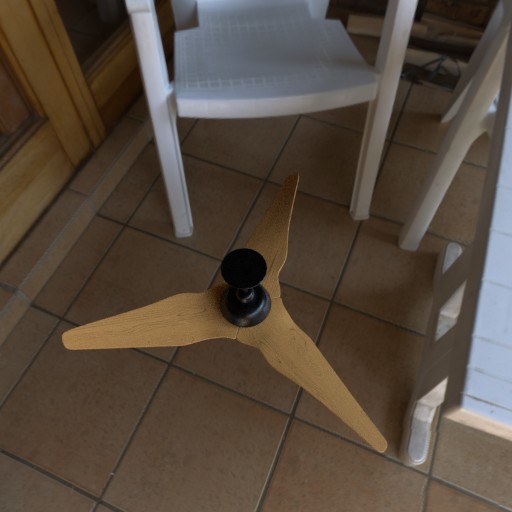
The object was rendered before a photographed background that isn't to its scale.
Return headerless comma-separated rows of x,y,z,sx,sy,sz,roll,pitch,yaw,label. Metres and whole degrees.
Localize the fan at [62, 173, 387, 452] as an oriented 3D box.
0.000,0.000,1.600,1.142,0.355,1.010,14,61,8,fan
